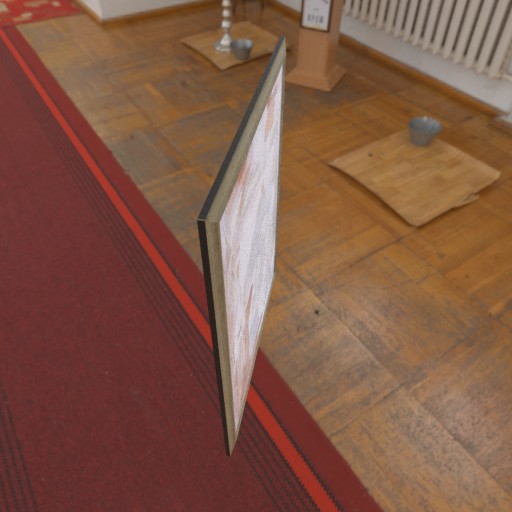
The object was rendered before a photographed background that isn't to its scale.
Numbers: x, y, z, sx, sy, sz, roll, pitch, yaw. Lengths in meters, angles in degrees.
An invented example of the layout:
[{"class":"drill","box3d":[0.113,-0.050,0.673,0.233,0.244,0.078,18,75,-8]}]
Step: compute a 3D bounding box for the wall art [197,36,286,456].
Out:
[{"class":"wall art","box3d":[0.000,0.000,0.901,0.018,0.660,0.559,8,46,8]}]
